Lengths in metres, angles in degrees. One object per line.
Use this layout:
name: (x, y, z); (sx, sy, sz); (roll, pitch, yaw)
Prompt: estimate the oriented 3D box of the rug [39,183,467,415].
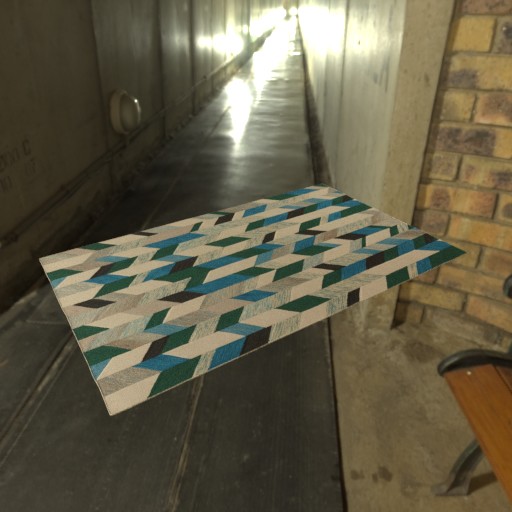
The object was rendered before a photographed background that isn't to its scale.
rug: (0.000, 0.000, 2.952); (2.433, 0.007, 1.507); (-19, 36, -28)
